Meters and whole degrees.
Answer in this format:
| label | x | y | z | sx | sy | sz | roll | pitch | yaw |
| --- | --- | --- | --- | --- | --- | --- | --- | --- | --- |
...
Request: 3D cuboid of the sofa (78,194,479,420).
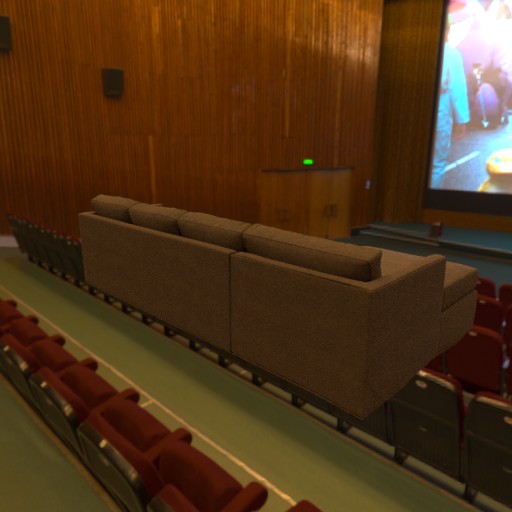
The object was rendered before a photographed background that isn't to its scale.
| label | x | y | z | sx | sy | sz | roll | pitch | yaw |
| --- | --- | --- | --- | --- | --- | --- | --- | --- | --- |
| sofa | 0.000 | 0.000 | 3.819 | 3.205 | 0.922 | 1.650 | 14 | 21 | 42 |
